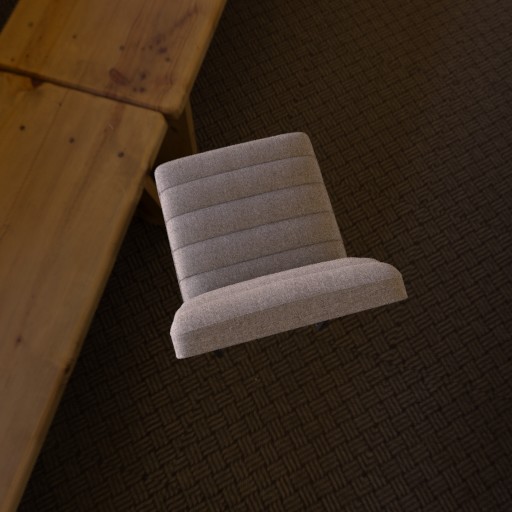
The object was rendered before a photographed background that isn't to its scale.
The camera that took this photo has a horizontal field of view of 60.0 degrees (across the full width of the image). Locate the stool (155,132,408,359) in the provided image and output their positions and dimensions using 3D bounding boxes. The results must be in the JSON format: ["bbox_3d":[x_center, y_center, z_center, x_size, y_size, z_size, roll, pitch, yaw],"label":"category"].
[{"bbox_3d":[0.000,0.000,1.363,0.459,1.034,0.571,-14,75,-4],"label":"stool"}]
